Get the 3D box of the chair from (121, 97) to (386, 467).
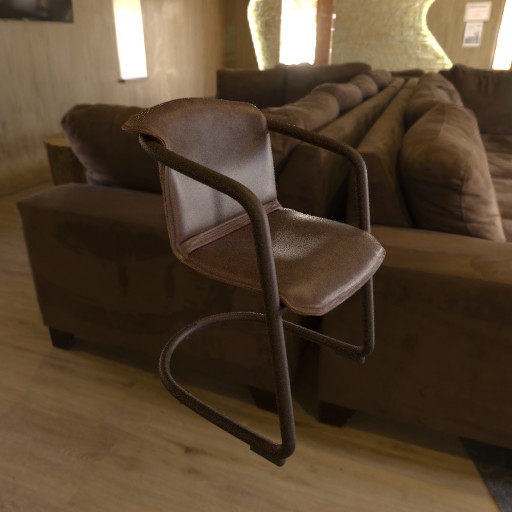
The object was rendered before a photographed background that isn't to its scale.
[{"bbox_3d":[0.000,0.000,1.278,0.664,0.836,0.536,17,30,32],"label":"chair"}]
